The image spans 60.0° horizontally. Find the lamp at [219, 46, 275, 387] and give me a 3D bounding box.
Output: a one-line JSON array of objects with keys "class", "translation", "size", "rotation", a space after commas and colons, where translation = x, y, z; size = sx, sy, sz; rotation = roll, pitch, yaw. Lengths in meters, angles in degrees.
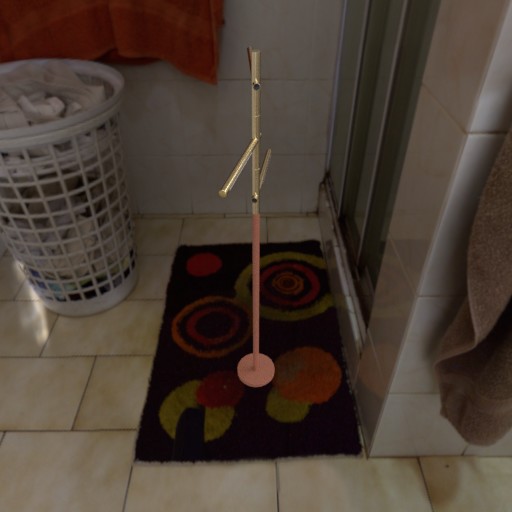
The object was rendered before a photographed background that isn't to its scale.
[{"class": "lamp", "translation": [0.000, 0.000, 1.951], "size": [0.209, 1.704, 0.737], "rotation": [1, 41, 1]}]
